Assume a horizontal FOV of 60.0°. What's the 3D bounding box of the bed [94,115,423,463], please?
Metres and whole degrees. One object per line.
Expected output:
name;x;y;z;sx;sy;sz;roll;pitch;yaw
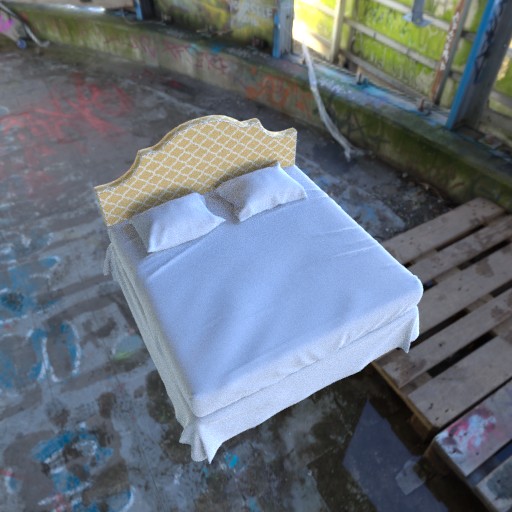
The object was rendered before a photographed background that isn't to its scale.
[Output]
bed;0.000;0.000;3.726;2.314;1.601;2.222;-22;50;-20
